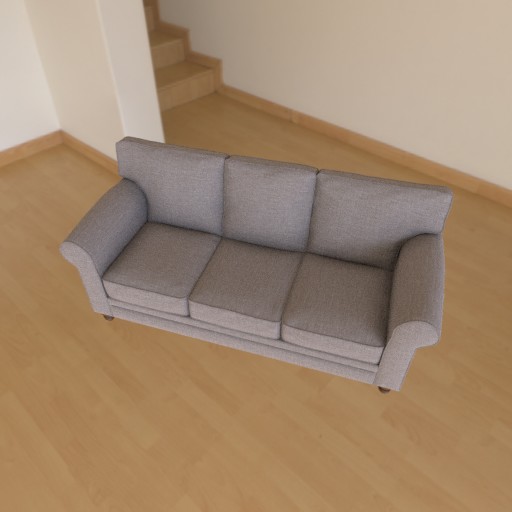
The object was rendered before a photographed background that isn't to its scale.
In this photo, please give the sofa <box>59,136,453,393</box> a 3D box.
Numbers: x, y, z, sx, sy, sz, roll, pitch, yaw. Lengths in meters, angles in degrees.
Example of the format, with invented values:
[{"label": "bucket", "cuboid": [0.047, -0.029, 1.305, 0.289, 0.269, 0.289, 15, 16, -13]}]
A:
[{"label": "sofa", "cuboid": [0.000, 0.000, 2.671, 2.084, 0.961, 0.916, 12, 43, 13]}]
